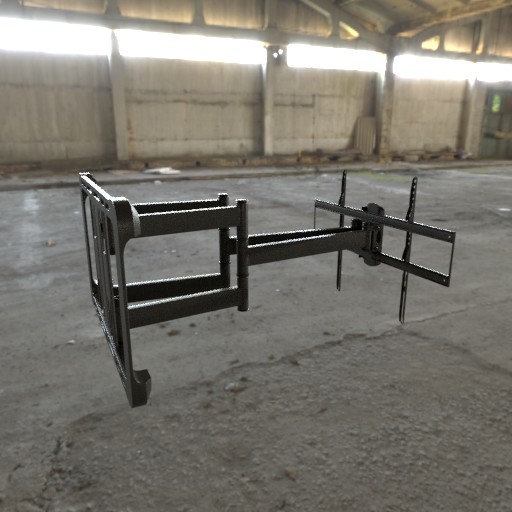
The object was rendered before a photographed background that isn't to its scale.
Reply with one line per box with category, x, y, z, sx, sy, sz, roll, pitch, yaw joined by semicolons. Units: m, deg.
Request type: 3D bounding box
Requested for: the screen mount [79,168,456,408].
screen mount;0.000;0.000;1.350;0.905;0.483;0.725;-7;17;-25
